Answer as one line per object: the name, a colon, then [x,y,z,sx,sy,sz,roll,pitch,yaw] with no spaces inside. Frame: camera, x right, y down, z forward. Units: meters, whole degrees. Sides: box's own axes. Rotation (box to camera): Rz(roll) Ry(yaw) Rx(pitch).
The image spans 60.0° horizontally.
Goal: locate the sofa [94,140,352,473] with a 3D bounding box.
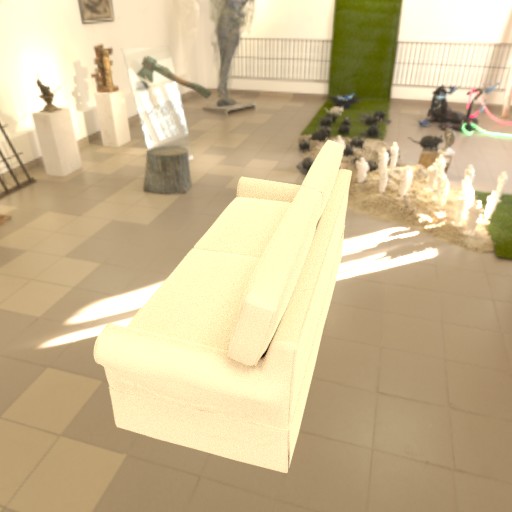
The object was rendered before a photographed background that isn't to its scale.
sofa: [0.000,0.000,2.561,0.862,0.937,2.021,8,31,14]
